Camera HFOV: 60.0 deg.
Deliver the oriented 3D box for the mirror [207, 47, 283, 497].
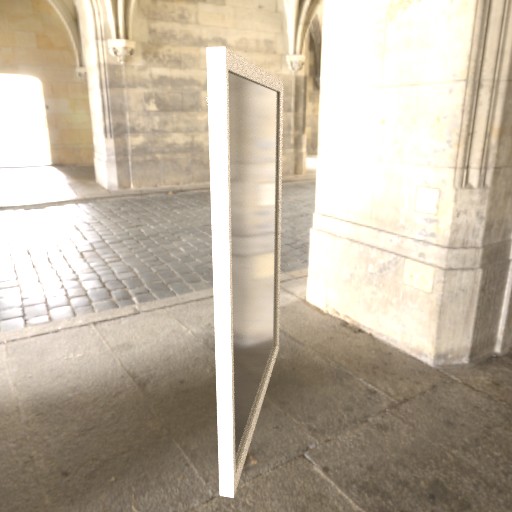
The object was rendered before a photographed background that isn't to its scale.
[{"bbox_3d":[0.000,0.000,1.306,0.040,1.016,0.762,3,17,11],"label":"mirror"}]
